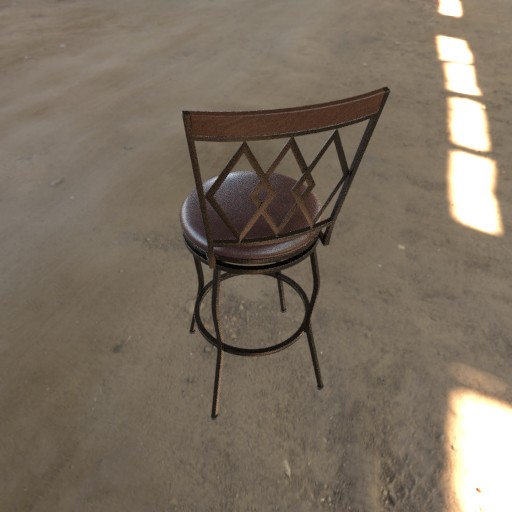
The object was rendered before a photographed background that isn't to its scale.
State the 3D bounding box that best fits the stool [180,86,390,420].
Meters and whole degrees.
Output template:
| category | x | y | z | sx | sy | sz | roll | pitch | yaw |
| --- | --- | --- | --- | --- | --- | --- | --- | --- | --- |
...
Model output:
| category | x | y | z | sx | sy | sz | roll | pitch | yaw |
| --- | --- | --- | --- | --- | --- | --- | --- | --- | --- |
| stool | 0.000 | 0.000 | 1.361 | 0.432 | 1.134 | 0.521 | -11 | 42 | -13 |
